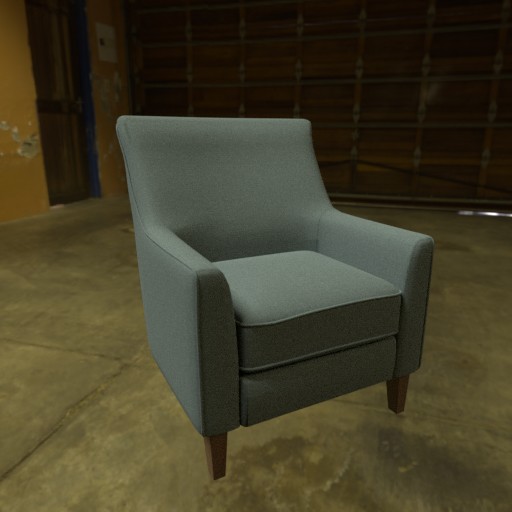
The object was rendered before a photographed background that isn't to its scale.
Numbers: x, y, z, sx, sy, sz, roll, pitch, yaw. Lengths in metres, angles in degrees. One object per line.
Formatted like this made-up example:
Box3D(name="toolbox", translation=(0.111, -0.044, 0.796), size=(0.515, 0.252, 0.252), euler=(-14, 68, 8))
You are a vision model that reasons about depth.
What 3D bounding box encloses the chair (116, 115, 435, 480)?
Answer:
Box3D(name="chair", translation=(0.000, 0.000, 1.502), size=(0.756, 0.916, 0.879), euler=(-8, 17, -26))
